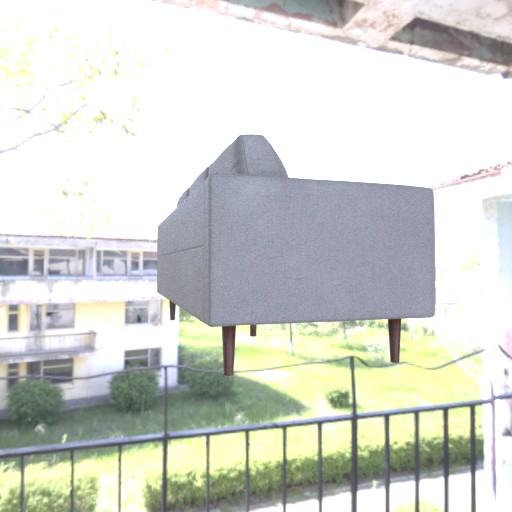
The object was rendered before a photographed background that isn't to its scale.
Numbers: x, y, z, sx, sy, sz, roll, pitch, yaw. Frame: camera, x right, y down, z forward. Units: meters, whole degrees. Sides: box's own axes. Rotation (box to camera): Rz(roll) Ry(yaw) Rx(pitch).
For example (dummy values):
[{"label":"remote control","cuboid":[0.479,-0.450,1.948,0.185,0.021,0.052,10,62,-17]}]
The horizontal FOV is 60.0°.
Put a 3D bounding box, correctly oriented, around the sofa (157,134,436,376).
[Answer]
[{"label":"sofa","cuboid":[0.000,0.000,2.542,0.944,0.918,1.983,0,-1,-17]}]
